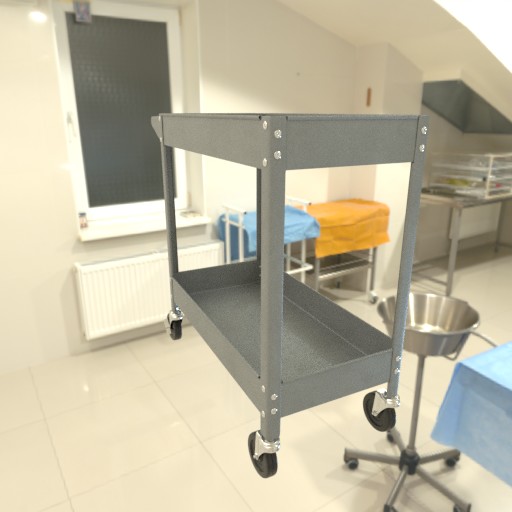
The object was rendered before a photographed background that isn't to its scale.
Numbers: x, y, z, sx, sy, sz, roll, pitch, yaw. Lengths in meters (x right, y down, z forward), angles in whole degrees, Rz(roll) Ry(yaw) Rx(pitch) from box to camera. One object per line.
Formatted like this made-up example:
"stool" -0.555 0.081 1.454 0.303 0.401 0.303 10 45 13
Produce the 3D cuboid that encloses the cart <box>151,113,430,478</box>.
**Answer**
"cart" 0.000 0.000 1.177 0.366 0.719 0.779 -9 20 -25
